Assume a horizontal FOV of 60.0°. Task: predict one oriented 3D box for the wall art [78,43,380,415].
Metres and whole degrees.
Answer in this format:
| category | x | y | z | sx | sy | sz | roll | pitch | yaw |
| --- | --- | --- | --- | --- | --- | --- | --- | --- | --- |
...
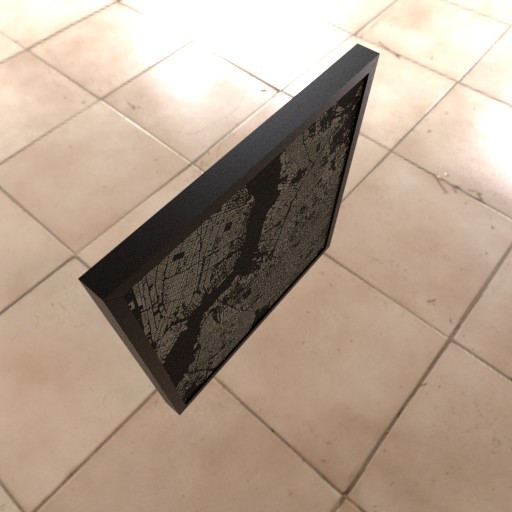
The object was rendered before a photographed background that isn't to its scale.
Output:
| category | x | y | z | sx | sy | sz | roll | pitch | yaw |
| --- | --- | --- | --- | --- | --- | --- | --- | --- | --- |
| wall art | 0.000 | 0.000 | 0.750 | 0.038 | 0.506 | 0.506 | 35 | 65 | 20 |
